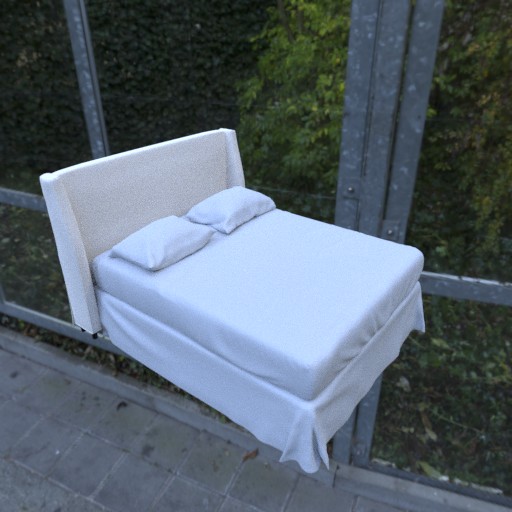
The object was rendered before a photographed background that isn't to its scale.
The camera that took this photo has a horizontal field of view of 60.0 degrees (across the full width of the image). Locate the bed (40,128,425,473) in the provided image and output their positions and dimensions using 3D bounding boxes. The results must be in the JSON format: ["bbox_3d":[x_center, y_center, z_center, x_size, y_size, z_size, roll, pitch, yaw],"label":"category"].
[{"bbox_3d":[0.000,0.000,3.348,2.276,1.332,1.925,20,34,33],"label":"bed"}]
